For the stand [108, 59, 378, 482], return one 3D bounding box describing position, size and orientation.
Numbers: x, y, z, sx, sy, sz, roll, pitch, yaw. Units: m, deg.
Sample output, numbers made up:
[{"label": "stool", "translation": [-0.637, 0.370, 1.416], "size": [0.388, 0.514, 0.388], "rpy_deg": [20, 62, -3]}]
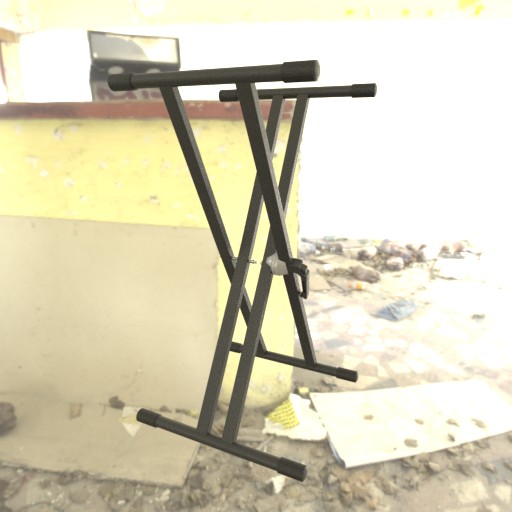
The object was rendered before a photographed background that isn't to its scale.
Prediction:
[{"label": "stand", "translation": [0.000, 0.000, 1.207], "size": [0.495, 0.900, 0.503], "rpy_deg": [8, 18, 26]}]
